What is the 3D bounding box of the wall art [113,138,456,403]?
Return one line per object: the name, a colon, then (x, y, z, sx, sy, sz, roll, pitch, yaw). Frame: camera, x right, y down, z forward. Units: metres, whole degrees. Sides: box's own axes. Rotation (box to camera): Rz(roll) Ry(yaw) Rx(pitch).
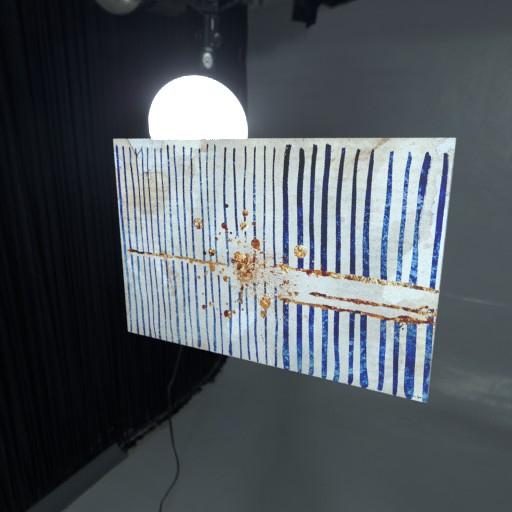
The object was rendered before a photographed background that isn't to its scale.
wall art: (0.000, 0.000, 1.187, 0.919, 0.609, 0.030, 7, 16, 26)
